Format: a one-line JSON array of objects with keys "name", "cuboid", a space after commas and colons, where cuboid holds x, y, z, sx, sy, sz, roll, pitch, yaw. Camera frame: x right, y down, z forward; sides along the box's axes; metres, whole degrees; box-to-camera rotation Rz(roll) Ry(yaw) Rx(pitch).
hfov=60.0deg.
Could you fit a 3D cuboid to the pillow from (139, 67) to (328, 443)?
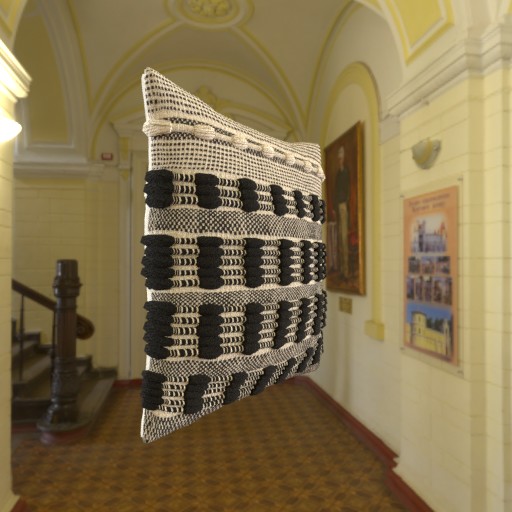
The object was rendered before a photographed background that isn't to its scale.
[{"name": "pillow", "cuboid": [0.000, 0.000, 0.685, 0.156, 0.438, 0.436, 0, 0, 35]}]
